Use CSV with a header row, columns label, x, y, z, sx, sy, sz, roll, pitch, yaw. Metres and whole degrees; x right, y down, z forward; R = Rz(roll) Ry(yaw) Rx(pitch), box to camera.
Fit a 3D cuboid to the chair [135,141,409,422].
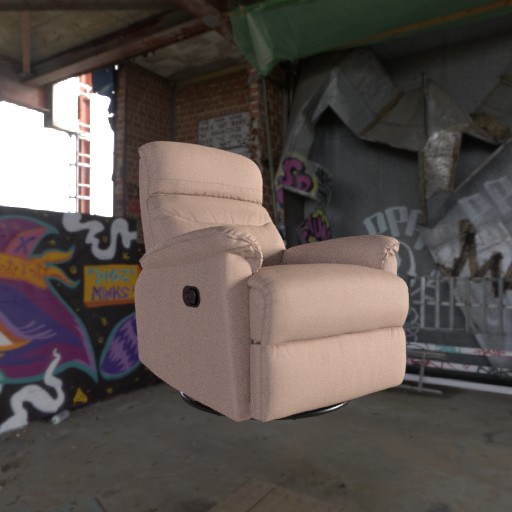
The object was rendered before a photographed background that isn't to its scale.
label,x,y,z,sx,sy,sz,roll,pitch,yaw
chair,0.000,0.000,1.752,0.820,1.037,1.004,1,-1,-37
